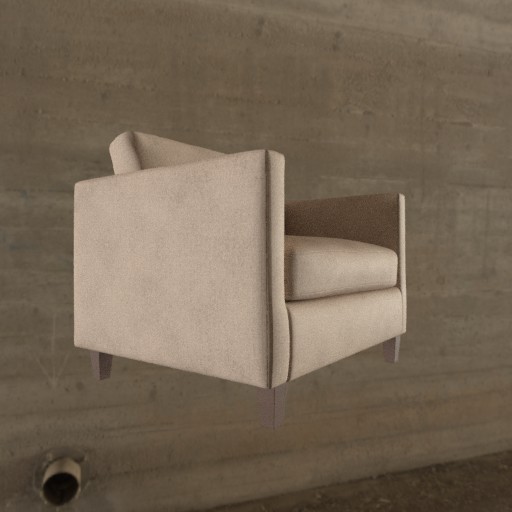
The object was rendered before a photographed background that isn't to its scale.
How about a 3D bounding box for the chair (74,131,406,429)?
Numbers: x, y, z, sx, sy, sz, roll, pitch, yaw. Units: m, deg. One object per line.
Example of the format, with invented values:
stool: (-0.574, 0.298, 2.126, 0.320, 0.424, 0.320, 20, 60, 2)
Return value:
chair: (0.000, 0.000, 1.861, 0.959, 0.961, 1.133, 0, 0, 37)
